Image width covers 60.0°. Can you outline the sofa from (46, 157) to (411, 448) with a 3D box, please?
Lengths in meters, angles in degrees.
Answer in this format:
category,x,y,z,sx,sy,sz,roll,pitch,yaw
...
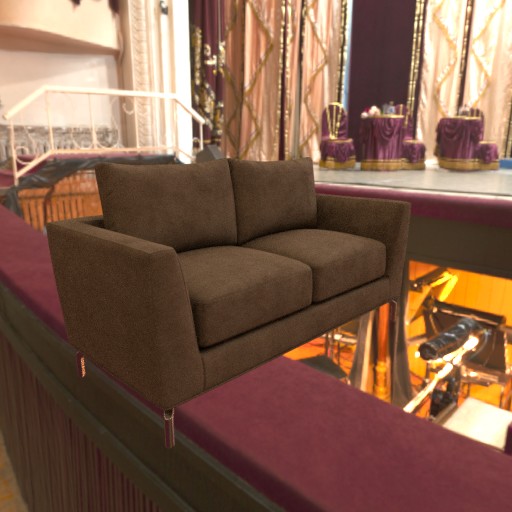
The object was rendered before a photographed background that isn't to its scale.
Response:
category,x,y,z,sx,sy,sz,roll,pitch,yaw
sofa,0.000,0.000,2.362,0.855,1.013,1.832,13,19,43
